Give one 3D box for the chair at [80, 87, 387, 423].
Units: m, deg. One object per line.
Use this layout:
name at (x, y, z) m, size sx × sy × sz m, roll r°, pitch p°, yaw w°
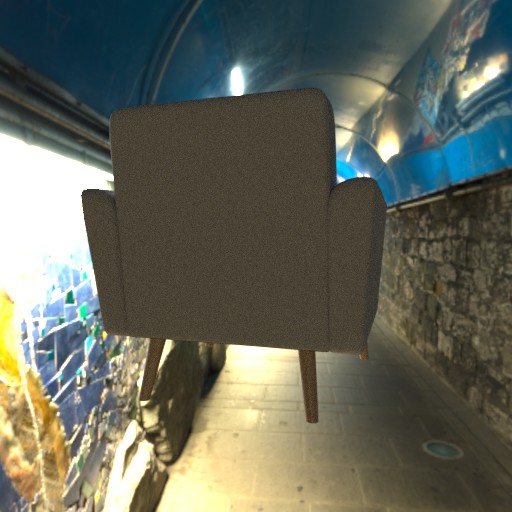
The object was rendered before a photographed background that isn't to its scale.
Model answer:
chair at (0.000, 0.000, 1.411) m, size 0.780 × 0.780 × 0.750 m, roll 1°, pitch 2°, yaw 18°
